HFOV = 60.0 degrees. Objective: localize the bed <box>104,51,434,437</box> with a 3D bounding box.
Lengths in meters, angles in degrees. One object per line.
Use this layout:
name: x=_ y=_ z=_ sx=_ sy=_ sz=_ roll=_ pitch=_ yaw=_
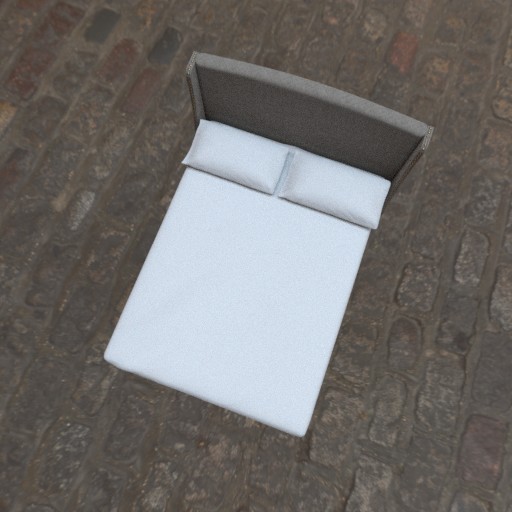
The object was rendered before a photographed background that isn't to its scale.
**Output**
bed: x=0.000 y=0.000 z=3.342 sx=1.710 sy=1.407 sz=2.237 roll=20 pitch=76 yaw=5
